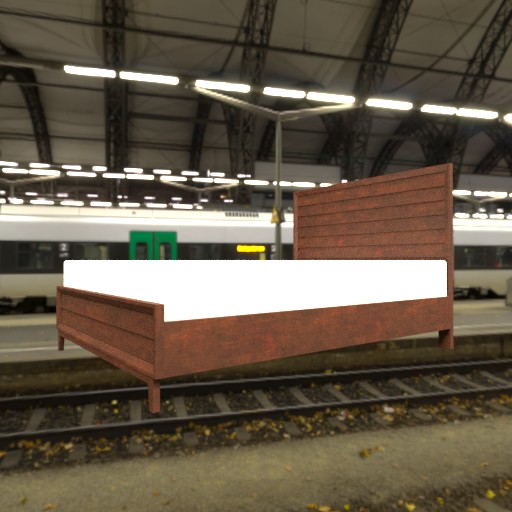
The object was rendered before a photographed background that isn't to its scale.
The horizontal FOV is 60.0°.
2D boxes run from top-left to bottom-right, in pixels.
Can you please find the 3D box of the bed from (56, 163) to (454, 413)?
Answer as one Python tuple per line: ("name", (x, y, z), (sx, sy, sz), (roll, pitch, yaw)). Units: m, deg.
("bed", (0.000, 0.000, 3.027), (2.184, 1.270, 1.600), (0, -1, -37))
